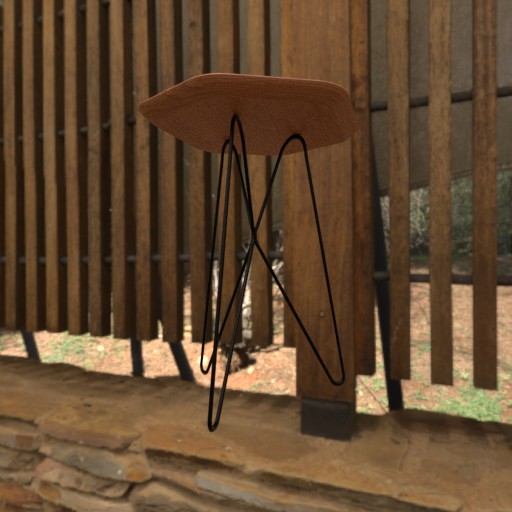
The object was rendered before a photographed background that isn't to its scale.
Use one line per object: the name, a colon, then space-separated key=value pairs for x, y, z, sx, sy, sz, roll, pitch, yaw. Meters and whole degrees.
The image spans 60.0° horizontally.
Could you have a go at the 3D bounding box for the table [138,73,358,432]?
table: x=0.000 y=0.000 z=0.921 sx=0.400 sy=0.562 sz=0.500 roll=0 pitch=0 yaw=18
